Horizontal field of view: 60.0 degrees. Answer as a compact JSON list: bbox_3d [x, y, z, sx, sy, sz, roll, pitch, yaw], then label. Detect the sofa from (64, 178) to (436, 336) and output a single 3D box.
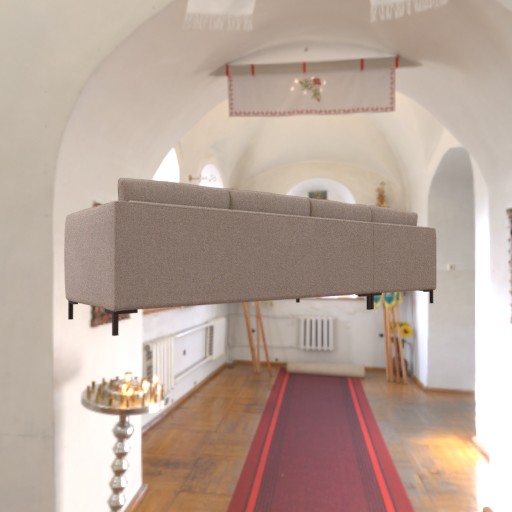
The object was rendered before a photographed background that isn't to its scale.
[{"bbox_3d":[0.000,0.000,3.571,2.923,0.816,1.469,1,-1,-38],"label":"sofa"}]
